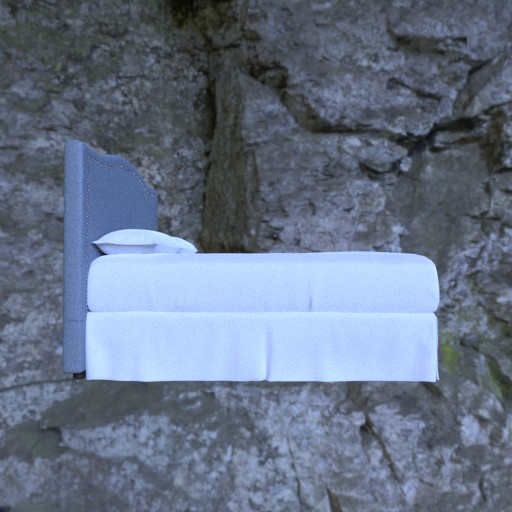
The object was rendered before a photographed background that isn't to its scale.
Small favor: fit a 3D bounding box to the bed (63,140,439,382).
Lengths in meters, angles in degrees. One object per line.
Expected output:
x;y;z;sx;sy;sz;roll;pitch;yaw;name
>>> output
0.000;0.000;3.321;2.143;1.460;1.753;0;-1;1;bed
